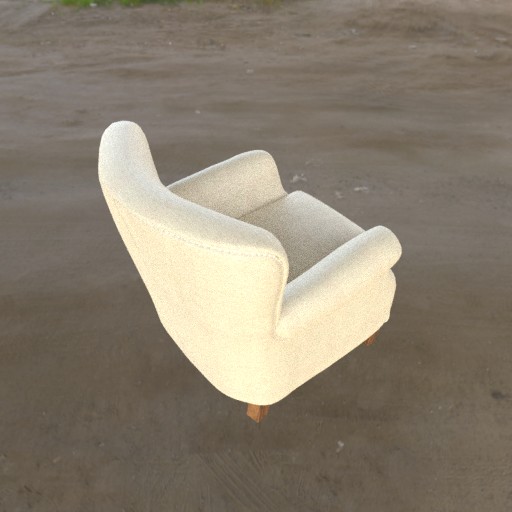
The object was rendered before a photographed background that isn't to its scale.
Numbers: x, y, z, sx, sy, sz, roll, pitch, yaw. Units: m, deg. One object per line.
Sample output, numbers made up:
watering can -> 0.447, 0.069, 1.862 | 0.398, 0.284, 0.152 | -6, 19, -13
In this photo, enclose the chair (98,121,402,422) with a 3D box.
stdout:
chair -> 0.000, 0.000, 1.643 | 0.921, 0.936, 0.861 | -25, 47, -27
